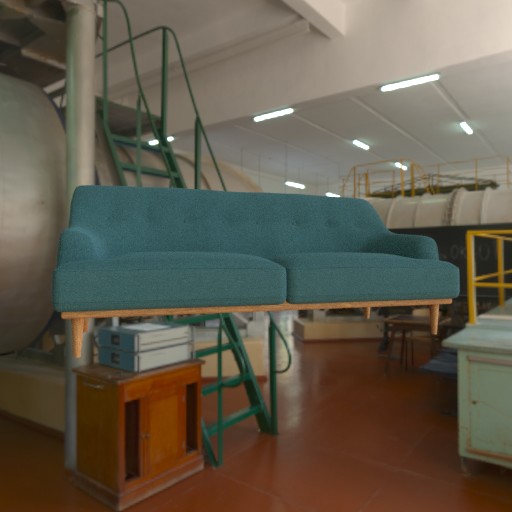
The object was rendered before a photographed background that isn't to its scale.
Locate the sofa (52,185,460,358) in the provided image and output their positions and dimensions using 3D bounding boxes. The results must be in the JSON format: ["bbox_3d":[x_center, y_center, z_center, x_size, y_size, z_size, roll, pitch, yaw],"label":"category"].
[{"bbox_3d":[0.000,0.000,2.545,2.057,0.871,0.978,0,0,-18],"label":"sofa"}]
